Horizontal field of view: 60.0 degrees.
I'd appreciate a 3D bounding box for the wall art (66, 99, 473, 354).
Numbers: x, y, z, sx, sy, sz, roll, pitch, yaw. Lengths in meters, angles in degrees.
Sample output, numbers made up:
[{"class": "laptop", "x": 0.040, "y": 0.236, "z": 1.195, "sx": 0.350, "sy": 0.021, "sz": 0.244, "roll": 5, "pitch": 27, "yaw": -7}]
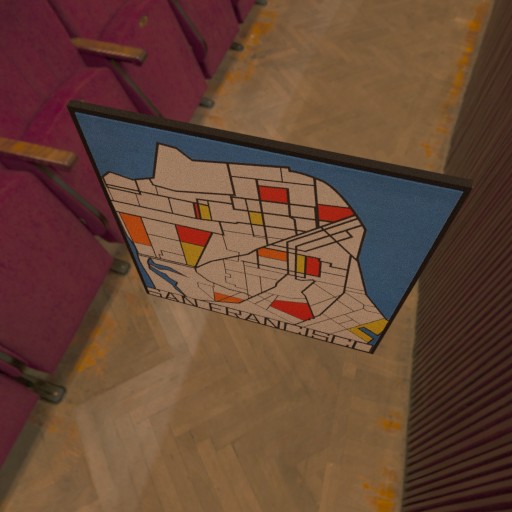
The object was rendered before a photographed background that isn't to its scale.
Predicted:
[{"class": "wall art", "x": 0.000, "y": 0.000, "z": 0.675, "sx": 0.458, "sy": 0.457, "sz": 0.013, "roll": 14, "pitch": 58, "yaw": 9}]
